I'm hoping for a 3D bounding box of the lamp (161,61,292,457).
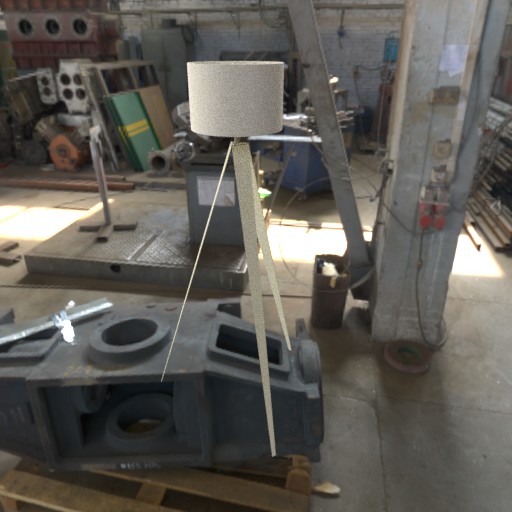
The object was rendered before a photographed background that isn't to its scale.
[{"bbox_3d":[0.000,0.000,1.906,0.724,1.524,0.716,-16,30,-31],"label":"lamp"}]
